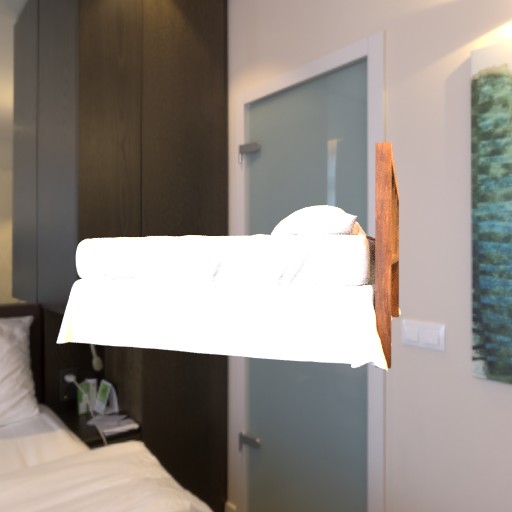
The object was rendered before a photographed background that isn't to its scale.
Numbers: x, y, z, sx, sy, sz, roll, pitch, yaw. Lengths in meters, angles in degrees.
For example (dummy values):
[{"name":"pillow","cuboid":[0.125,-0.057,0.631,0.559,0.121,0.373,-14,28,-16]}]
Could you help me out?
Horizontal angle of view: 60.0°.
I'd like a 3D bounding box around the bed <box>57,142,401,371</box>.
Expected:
[{"name":"bed","cuboid":[0.000,0.000,3.529,2.165,1.158,2.255,0,0,19]}]
